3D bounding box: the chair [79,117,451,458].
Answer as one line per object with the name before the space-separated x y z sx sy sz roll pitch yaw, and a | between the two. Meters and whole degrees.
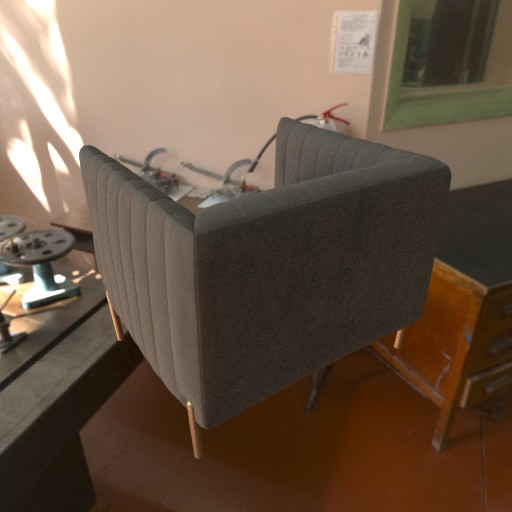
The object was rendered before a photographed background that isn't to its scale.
chair | 0.000 0.000 1.624 0.981 0.779 0.873 -18 33 -29
